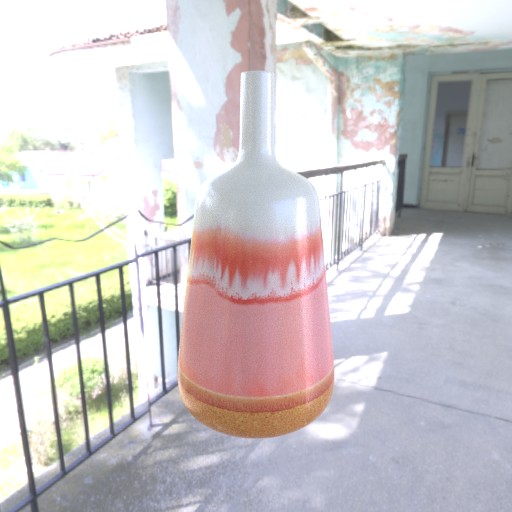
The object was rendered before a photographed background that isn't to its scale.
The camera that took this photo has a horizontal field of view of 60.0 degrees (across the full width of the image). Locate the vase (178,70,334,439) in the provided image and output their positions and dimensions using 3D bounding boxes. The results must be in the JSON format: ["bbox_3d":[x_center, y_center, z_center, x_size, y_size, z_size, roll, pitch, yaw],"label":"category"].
[{"bbox_3d":[0.000,0.000,0.385,0.144,0.296,0.144,0,15,0],"label":"vase"}]
